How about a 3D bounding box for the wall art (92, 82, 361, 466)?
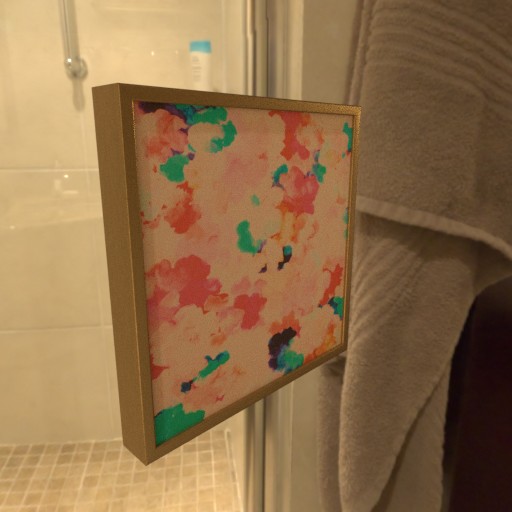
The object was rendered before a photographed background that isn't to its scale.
[{"bbox_3d":[0.000,0.000,0.454,0.038,0.305,0.304,14,20,43],"label":"wall art"}]
